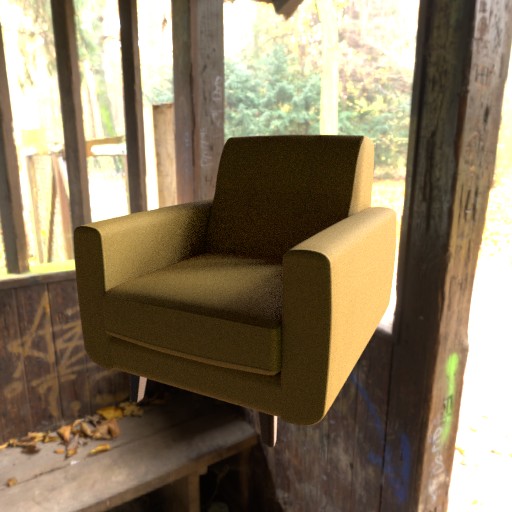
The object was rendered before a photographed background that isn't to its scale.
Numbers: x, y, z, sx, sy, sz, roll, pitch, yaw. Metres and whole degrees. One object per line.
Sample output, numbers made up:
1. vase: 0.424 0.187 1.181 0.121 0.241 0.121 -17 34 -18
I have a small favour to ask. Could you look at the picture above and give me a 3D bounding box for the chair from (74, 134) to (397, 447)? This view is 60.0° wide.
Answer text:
1. chair: 0.000 0.000 1.560 0.831 0.841 0.909 7 15 26
